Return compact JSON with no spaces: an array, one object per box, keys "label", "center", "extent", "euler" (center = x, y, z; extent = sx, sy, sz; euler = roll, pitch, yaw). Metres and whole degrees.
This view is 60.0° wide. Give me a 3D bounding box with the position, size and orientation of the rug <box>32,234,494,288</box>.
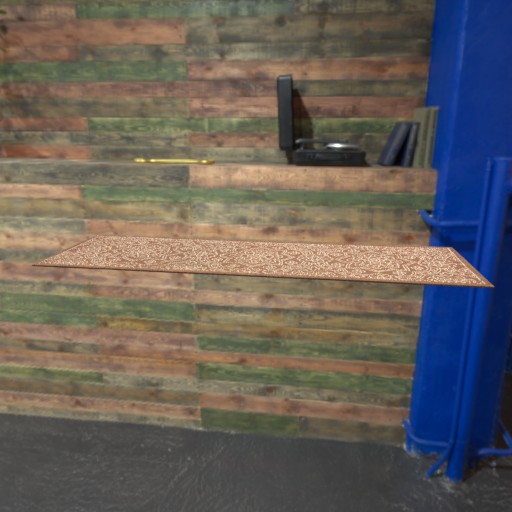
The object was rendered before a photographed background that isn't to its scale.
[{"label":"rug","center":[0.000,0.000,2.675],"extent":[2.448,0.012,0.769],"euler":[2,16,8]}]
